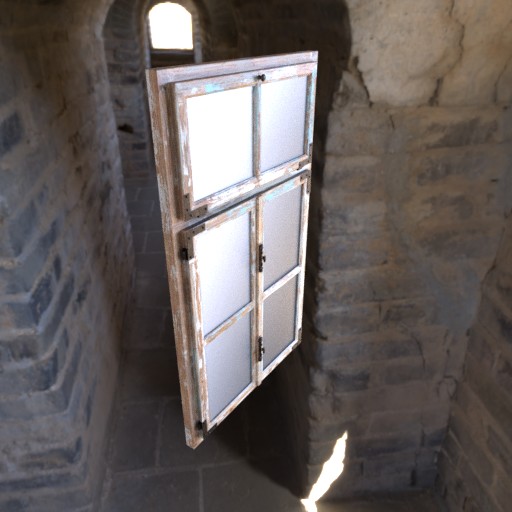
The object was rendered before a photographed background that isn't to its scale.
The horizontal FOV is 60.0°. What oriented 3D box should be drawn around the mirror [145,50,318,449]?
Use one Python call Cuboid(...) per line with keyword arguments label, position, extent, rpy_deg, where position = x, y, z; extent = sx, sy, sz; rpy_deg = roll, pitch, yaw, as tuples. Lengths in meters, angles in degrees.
Cuboid(label="mirror", position=(0.000, 0.000, 1.487), extent=(0.083, 1.213, 0.707), rpy_deg=(19, 34, 31))
